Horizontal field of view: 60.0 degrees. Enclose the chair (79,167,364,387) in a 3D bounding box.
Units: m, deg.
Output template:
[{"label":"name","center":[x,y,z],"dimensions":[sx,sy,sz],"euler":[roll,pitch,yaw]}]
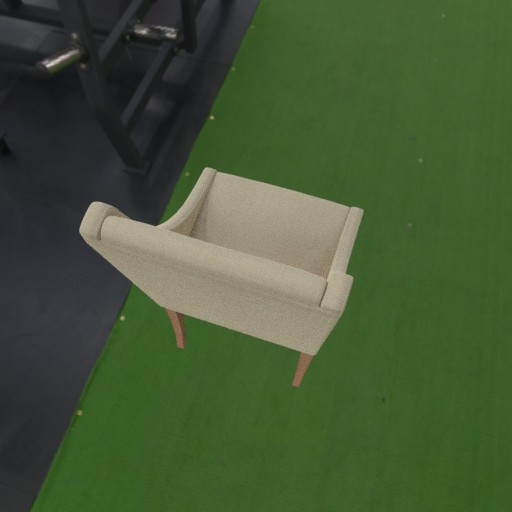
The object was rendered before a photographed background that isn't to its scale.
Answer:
[{"label":"chair","center":[0.000,0.000,1.383],"dimensions":[0.575,1.021,0.611],"euler":[16,64,8]}]
